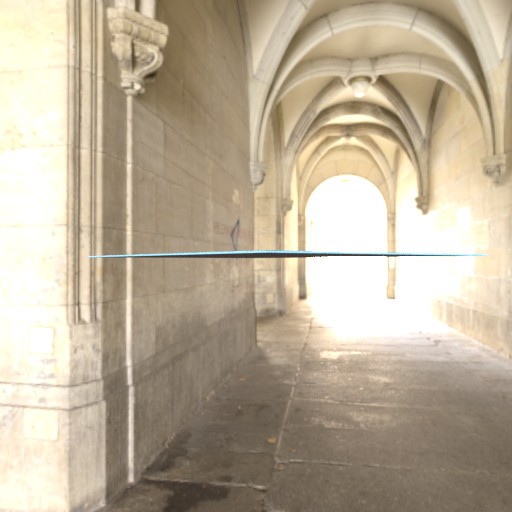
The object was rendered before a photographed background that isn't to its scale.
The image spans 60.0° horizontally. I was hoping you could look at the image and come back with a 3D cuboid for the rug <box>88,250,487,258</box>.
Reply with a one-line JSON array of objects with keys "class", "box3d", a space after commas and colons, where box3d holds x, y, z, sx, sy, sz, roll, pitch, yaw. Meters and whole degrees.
[{"class": "rug", "box3d": [0.000, 0.000, 3.038, 1.622, 0.009, 2.373, 0, -1, -36]}]
